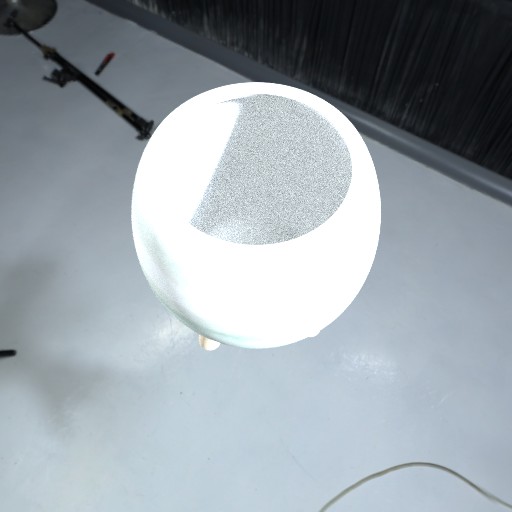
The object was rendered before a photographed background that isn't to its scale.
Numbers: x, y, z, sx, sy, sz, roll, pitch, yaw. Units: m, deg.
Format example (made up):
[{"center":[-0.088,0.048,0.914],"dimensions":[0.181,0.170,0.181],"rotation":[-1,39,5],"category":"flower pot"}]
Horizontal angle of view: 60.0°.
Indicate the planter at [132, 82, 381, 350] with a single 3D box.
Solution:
[{"center":[0.000,0.000,0.341],"dimensions":[0.161,0.224,0.161],"rotation":[0,62,0],"category":"planter"}]
